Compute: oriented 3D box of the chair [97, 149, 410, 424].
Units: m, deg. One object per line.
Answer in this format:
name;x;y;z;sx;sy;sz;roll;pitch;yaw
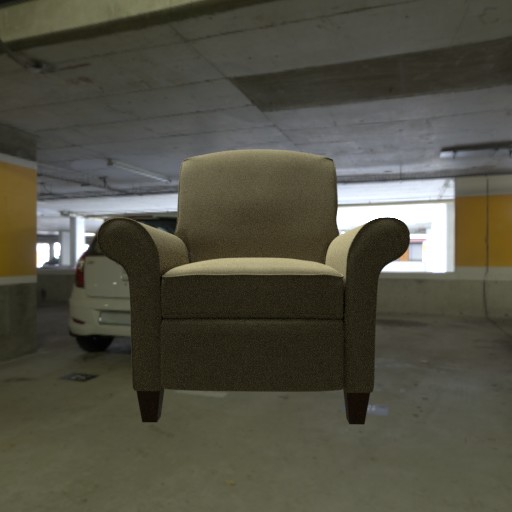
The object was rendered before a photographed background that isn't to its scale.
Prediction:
chair;0.000;0.000;1.812;0.978;1.061;0.905;0;0;1
